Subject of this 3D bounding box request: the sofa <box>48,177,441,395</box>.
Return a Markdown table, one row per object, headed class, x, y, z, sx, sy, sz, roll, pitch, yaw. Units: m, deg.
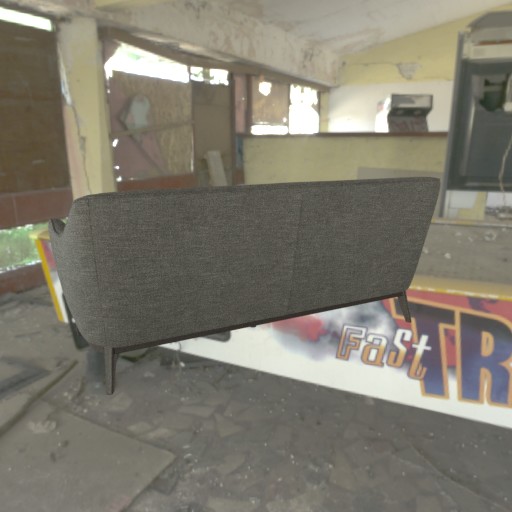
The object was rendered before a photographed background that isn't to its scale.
| class | x | y | z | sx | sy | sz | roll | pitch | yaw |
| --- | --- | --- | --- | --- | --- | --- | --- | --- | --- |
| sofa | 0.000 | 0.000 | 2.335 | 1.928 | 0.829 | 0.867 | -7 | 16 | -26 |
